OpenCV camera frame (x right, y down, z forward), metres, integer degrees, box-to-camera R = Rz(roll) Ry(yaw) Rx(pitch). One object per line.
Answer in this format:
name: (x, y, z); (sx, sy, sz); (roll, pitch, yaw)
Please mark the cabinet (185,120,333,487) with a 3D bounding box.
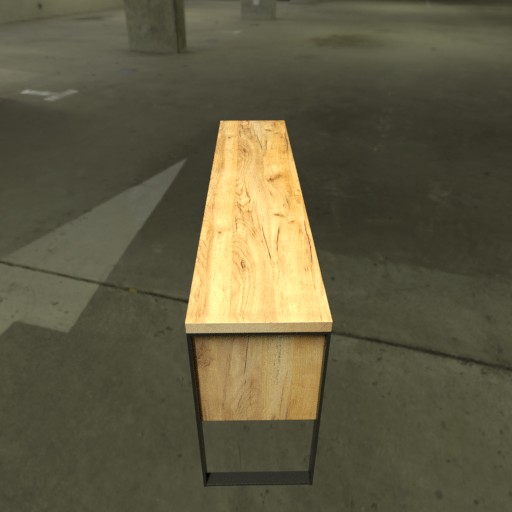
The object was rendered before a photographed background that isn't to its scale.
cabinet: (0.000, 0.000, 2.108); (0.395, 0.762, 1.800); (0, 33, -1)
